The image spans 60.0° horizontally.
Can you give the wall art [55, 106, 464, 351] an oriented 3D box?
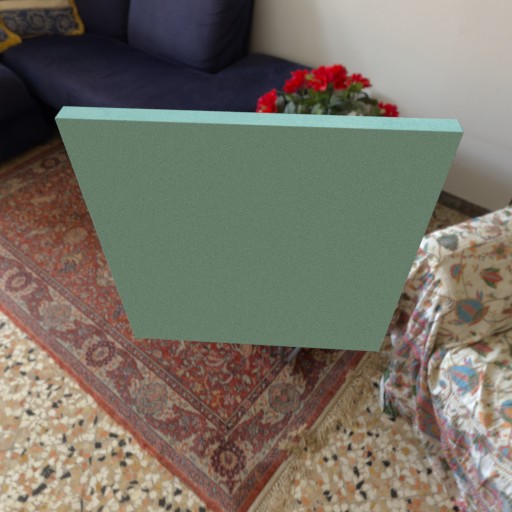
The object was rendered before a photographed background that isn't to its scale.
[{"bbox_3d":[0.000,0.000,0.884,0.603,0.603,0.036,3,47,3],"label":"wall art"}]
